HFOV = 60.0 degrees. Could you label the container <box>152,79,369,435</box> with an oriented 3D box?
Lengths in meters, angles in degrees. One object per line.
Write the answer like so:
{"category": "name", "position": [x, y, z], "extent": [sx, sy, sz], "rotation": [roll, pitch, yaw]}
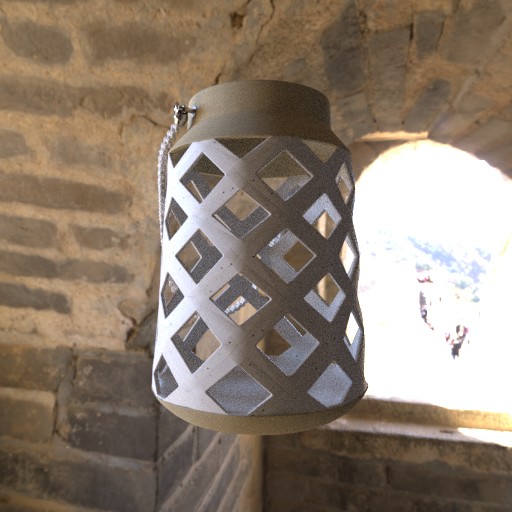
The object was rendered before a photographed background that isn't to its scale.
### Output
{"category": "container", "position": [0.000, 0.000, 0.398], "extent": [0.188, 0.264, 0.198], "rotation": [1, -1, -36]}
